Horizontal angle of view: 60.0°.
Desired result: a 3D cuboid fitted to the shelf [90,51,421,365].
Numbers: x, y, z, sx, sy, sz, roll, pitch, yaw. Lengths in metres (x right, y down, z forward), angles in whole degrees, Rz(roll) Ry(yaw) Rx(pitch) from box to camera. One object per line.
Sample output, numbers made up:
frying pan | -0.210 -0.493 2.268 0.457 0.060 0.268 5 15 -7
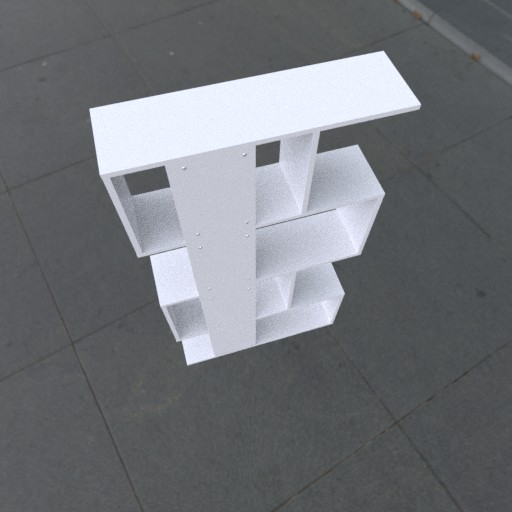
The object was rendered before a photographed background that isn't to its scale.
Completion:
shelf | 0.000 0.000 1.946 0.890 1.650 0.250 -14 61 -8
